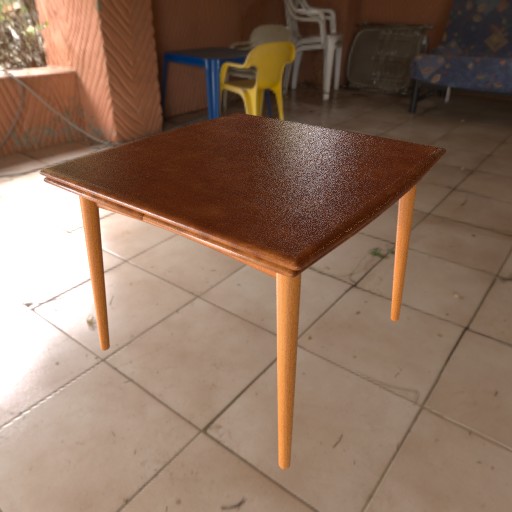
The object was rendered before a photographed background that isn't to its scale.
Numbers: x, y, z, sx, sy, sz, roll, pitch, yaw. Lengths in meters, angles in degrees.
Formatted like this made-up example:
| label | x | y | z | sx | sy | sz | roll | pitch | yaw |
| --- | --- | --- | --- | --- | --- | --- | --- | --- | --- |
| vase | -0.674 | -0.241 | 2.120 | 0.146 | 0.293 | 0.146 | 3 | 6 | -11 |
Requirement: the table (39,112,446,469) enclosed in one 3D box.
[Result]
| label | x | y | z | sx | sy | sz | roll | pitch | yaw |
| --- | --- | --- | --- | --- | --- | --- | --- | --- | --- |
| table | 0.000 | 0.000 | 1.657 | 0.991 | 0.754 | 0.991 | 21 | 36 | 31 |
